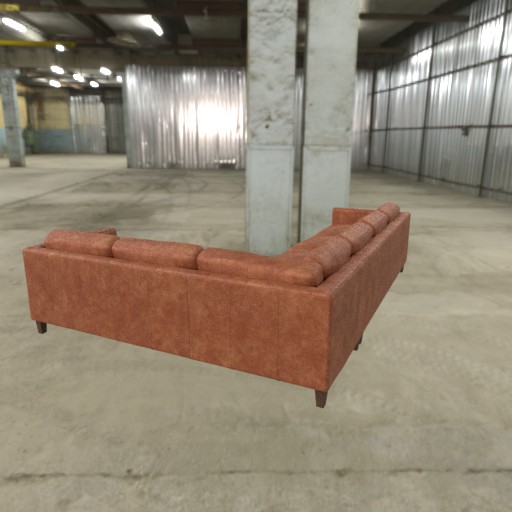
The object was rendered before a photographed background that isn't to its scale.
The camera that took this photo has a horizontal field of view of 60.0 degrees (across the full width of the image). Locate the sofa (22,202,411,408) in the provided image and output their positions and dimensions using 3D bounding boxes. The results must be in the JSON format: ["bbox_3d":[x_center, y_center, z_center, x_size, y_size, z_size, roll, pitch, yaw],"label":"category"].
[{"bbox_3d":[0.000,0.000,4.271,2.438,0.838,3.167,7,16,25],"label":"sofa"}]
